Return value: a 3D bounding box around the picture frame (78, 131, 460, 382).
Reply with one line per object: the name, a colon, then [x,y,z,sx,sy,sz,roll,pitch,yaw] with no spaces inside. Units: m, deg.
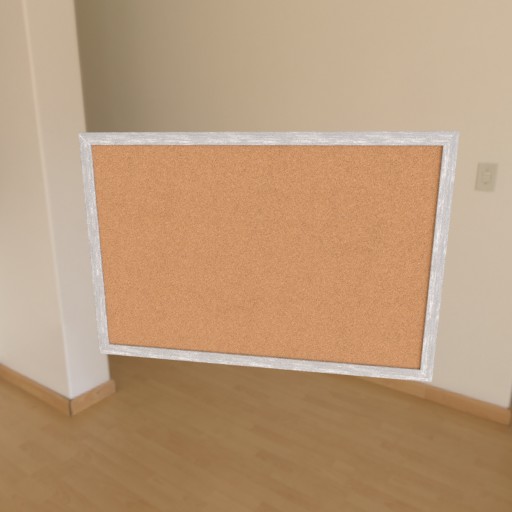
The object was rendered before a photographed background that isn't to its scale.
picture frame: [0.000,0.000,1.187,0.950,0.640,0.029,3,15,10]
